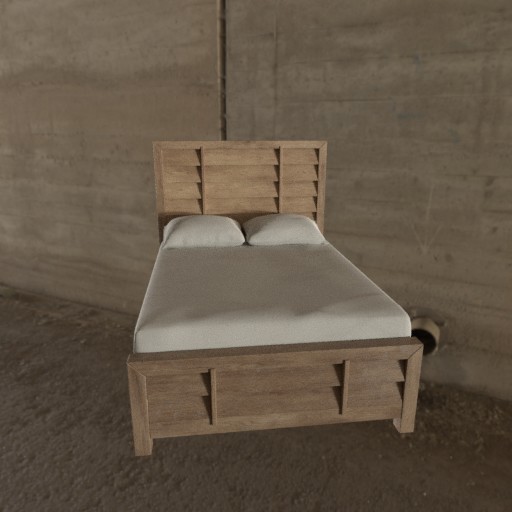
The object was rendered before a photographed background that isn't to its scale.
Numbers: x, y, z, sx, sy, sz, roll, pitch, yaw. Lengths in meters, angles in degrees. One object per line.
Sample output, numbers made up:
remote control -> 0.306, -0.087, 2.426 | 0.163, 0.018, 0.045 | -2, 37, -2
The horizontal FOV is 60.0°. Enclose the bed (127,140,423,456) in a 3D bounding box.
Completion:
bed -> 0.000, 0.000, 3.361 | 1.626, 1.626, 2.197 | -2, 17, -7
